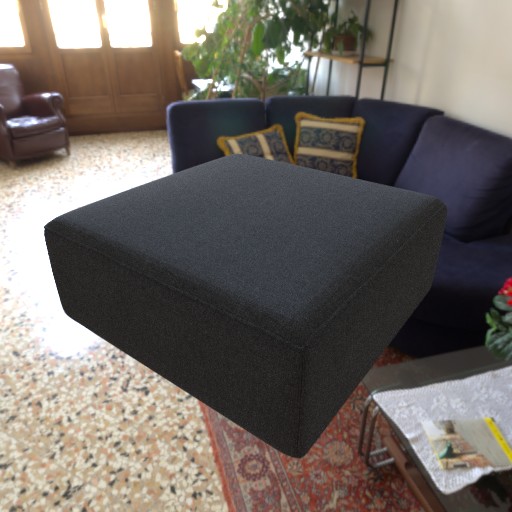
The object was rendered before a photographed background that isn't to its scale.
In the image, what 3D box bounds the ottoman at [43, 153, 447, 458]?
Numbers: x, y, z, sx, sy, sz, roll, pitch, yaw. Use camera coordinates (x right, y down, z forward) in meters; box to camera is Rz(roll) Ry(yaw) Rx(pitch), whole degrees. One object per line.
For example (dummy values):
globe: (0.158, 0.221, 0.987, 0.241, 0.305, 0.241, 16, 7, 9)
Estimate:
ottoman: (0.000, 0.000, 1.559, 1.000, 0.439, 1.000, 20, 35, 32)
